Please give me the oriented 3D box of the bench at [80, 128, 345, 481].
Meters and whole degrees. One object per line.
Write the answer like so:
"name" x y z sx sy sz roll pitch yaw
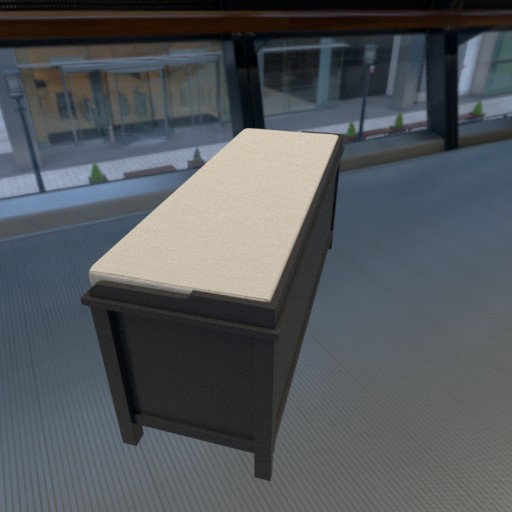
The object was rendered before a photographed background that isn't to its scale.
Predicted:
"bench" 0.000 0.000 1.396 0.398 0.501 1.140 8 32 13
